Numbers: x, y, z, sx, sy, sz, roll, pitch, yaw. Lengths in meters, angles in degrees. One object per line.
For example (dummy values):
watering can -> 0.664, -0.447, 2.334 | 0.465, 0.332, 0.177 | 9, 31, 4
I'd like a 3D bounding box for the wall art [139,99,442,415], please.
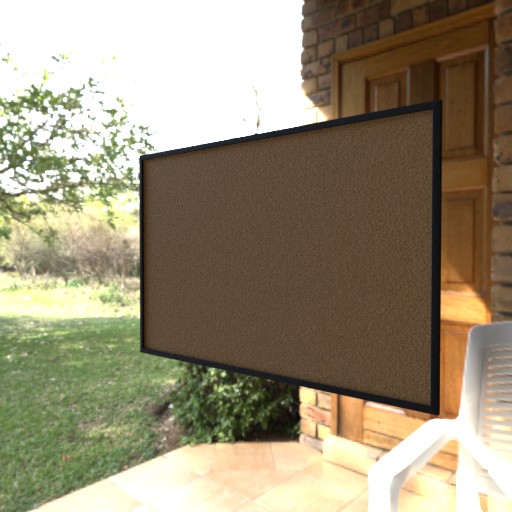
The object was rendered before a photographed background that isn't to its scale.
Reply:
wall art -> 0.000, 0.000, 1.219 | 0.963, 0.665, 0.013 | 1, 1, 36
